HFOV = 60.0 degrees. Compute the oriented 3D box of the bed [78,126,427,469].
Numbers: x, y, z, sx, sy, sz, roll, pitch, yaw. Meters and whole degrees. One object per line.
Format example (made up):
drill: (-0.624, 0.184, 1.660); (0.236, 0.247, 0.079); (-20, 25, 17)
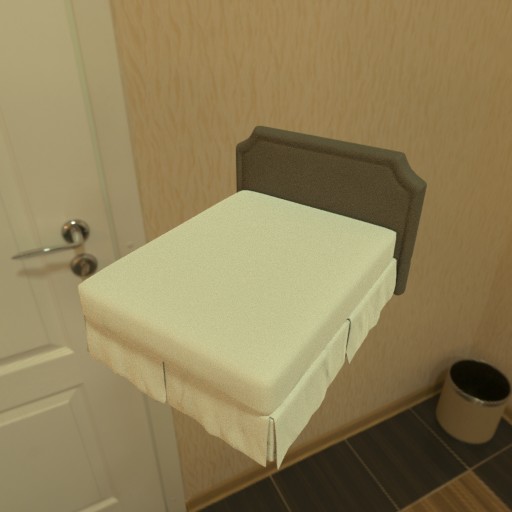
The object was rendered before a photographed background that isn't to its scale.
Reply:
bed: (0.000, 0.000, 3.384); (1.831, 1.297, 2.181); (20, 37, 28)
